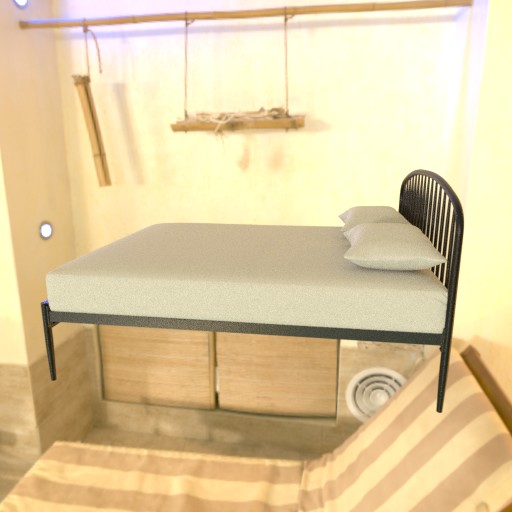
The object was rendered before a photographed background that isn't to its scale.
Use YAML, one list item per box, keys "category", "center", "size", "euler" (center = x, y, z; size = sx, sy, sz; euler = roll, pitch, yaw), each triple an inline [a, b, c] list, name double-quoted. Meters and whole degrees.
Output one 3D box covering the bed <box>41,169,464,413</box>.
- category: "bed"
  center: [0.000, 0.000, 3.016]
  size: [2.159, 1.166, 1.618]
  euler: [2, 14, 8]
